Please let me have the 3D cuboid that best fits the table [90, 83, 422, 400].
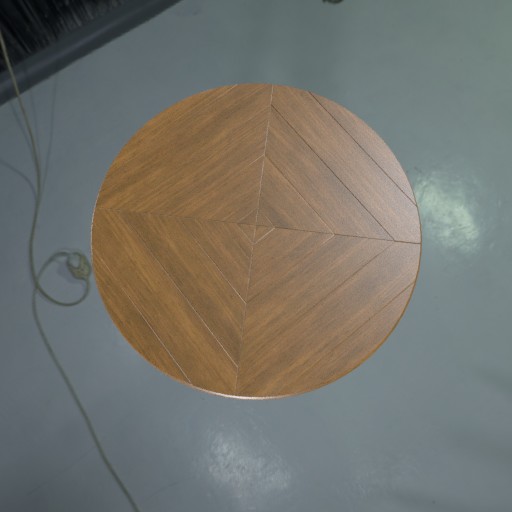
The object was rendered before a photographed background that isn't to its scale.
[{"bbox_3d":[0.000,0.000,1.768,1.055,0.757,1.055,0,75,0],"label":"table"}]
